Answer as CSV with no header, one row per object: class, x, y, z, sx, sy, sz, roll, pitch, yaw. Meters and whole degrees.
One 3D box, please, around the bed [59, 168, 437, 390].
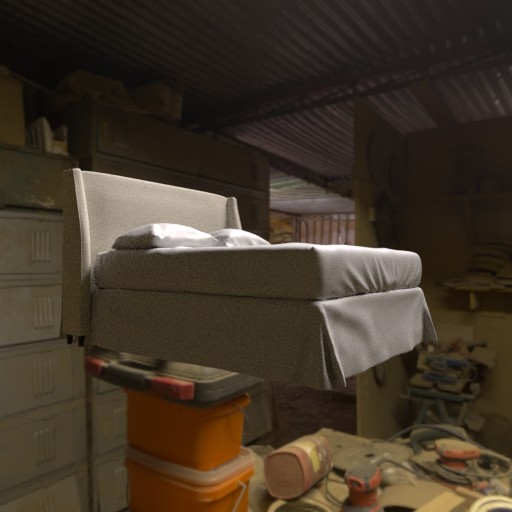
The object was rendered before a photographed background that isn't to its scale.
bed,0.000,0.000,3.412,2.276,1.332,1.925,-1,-1,37
